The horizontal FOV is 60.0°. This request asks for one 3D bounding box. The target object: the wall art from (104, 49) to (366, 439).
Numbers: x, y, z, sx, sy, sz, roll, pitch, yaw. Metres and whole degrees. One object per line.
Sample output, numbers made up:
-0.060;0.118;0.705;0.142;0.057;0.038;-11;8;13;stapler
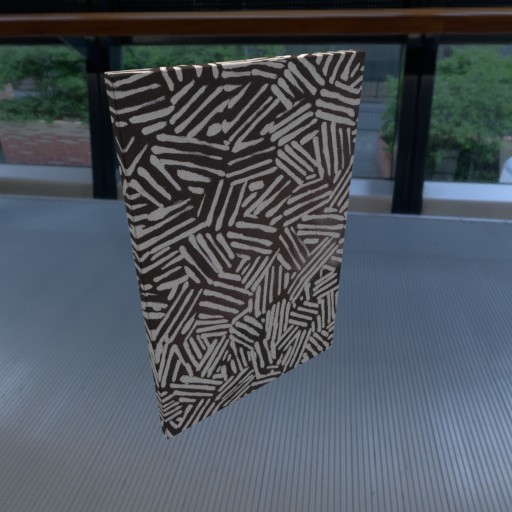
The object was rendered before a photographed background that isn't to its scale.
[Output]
0.000;0.000;1.126;0.615;0.918;0.035;-20;36;-31;wall art
